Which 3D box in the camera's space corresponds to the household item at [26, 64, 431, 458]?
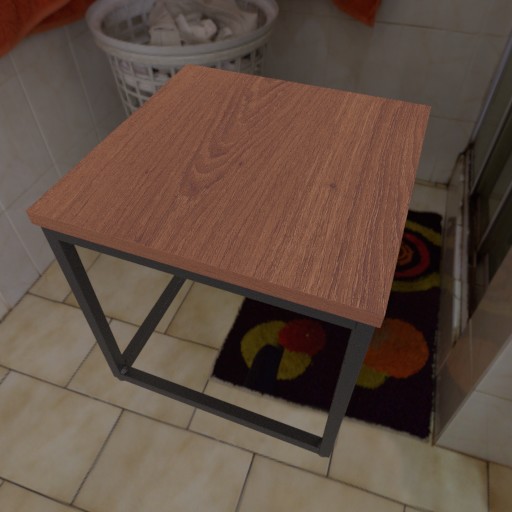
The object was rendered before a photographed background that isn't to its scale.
[{"bbox_3d":[0.000,0.000,0.721,0.400,0.400,0.400,16,49,14],"label":"household item"}]
